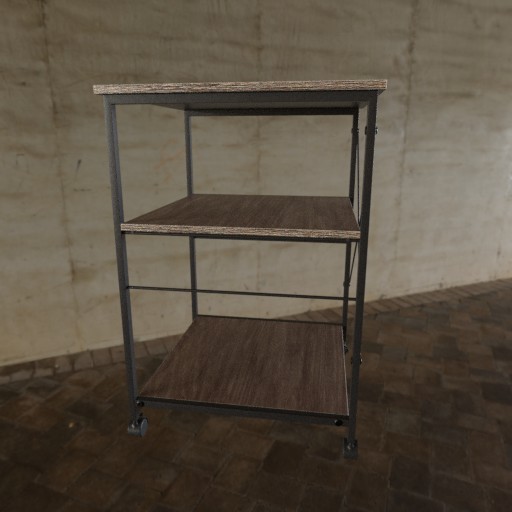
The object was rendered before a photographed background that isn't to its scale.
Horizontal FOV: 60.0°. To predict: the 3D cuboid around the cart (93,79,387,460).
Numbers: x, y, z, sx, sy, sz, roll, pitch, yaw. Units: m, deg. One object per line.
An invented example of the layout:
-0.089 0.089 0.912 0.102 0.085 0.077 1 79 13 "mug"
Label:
0.000 0.000 1.116 0.520 0.762 0.521 2 15 9 "cart"
